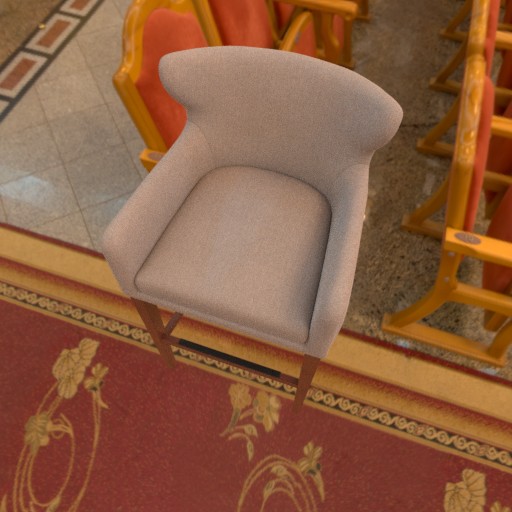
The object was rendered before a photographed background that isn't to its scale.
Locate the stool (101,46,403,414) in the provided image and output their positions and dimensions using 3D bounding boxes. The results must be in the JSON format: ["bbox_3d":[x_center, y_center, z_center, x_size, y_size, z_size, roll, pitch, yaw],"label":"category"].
[{"bbox_3d":[0.000,0.000,1.350,0.575,1.047,0.575,16,60,10],"label":"stool"}]
